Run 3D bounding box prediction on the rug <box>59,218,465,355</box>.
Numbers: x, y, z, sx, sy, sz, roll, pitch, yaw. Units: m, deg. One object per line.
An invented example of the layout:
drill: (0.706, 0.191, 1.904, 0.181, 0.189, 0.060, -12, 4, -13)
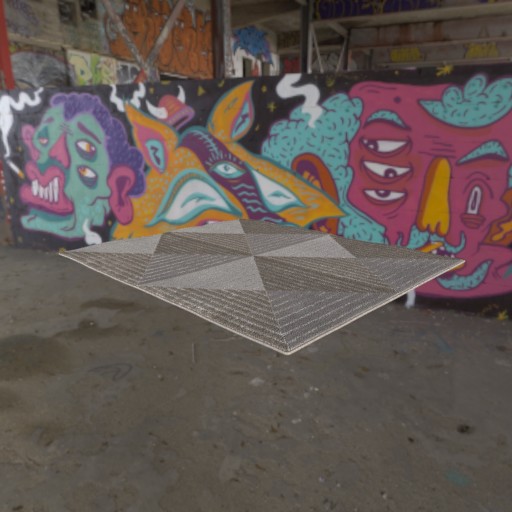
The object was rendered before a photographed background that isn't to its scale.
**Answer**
rug: (0.000, 0.000, 0.907, 0.642, 0.008, 0.551, 15, 21, 42)
